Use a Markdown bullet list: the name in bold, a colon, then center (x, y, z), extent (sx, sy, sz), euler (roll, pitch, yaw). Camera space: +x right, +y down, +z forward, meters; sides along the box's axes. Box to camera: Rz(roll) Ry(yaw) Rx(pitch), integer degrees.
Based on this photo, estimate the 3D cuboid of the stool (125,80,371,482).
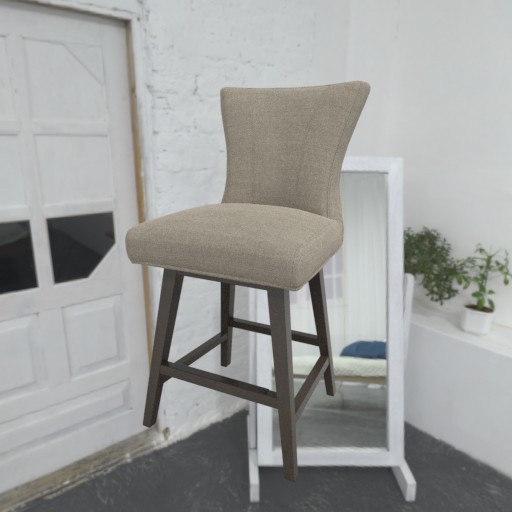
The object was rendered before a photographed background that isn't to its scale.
- **stool**: center (0.000, 0.000, 1.329), extent (0.514, 1.000, 0.574), euler (8, 18, 26)
